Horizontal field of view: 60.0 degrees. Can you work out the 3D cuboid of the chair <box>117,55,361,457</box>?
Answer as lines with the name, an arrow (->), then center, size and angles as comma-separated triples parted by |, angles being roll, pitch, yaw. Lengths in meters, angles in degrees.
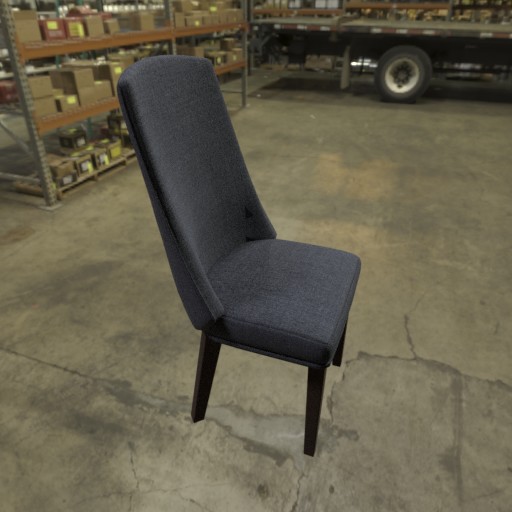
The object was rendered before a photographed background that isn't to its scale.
chair -> 0.000, 0.000, 1.299 | 0.577, 1.050, 0.510 | 11, 32, 18
